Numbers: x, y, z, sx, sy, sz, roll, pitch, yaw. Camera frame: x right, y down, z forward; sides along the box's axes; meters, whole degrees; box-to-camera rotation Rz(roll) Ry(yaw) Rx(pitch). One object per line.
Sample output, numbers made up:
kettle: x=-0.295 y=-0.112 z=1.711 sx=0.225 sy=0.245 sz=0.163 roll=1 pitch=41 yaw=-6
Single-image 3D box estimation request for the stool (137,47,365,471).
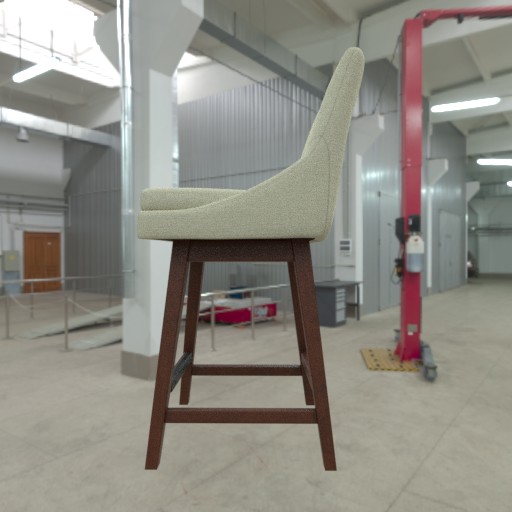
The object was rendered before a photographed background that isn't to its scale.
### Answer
stool: x=0.000 y=0.000 z=1.258 sx=0.559 sy=0.991 sz=0.469 roll=0 pitch=1 yaw=1
